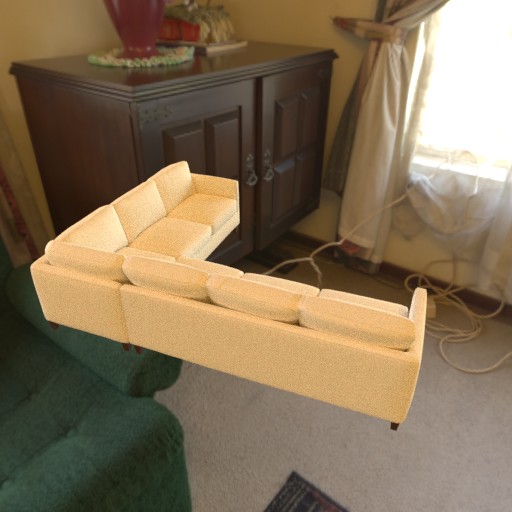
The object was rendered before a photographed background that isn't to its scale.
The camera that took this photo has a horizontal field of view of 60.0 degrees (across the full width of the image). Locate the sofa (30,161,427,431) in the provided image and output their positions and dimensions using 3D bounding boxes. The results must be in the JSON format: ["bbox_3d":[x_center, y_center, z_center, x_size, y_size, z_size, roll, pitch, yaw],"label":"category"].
[{"bbox_3d":[0.000,0.000,4.497,3.302,0.947,2.593,11,33,18],"label":"sofa"}]
